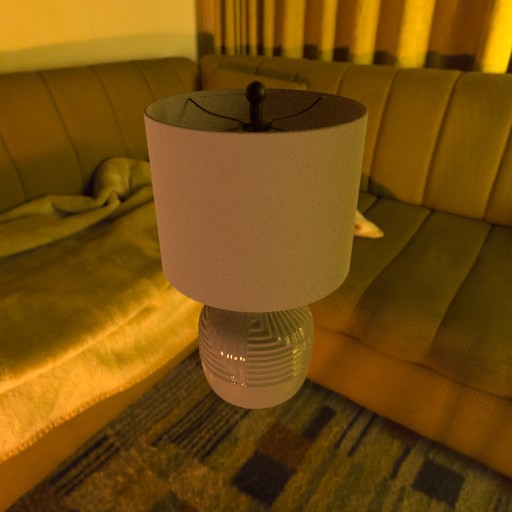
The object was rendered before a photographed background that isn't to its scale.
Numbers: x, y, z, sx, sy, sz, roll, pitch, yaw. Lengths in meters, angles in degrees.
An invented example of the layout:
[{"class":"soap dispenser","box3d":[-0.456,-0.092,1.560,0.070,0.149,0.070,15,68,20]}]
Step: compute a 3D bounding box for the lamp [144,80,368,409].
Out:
[{"class":"lamp","box3d":[0.000,0.000,0.763,0.318,0.567,0.318,0,29,0]}]
